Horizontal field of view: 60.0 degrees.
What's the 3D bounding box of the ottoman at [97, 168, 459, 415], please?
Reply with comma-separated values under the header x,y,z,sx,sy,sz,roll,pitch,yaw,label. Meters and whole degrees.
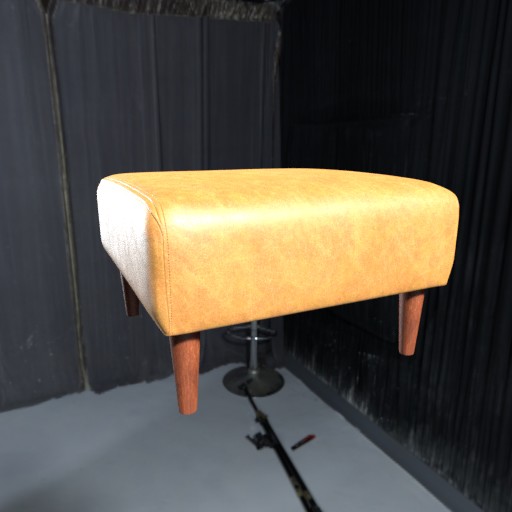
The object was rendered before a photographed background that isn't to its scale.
x,y,z,sx,sy,sz,roll,pitch,yaw,label
0.000,0.000,1.077,0.650,0.399,0.650,-7,16,-25,ottoman
